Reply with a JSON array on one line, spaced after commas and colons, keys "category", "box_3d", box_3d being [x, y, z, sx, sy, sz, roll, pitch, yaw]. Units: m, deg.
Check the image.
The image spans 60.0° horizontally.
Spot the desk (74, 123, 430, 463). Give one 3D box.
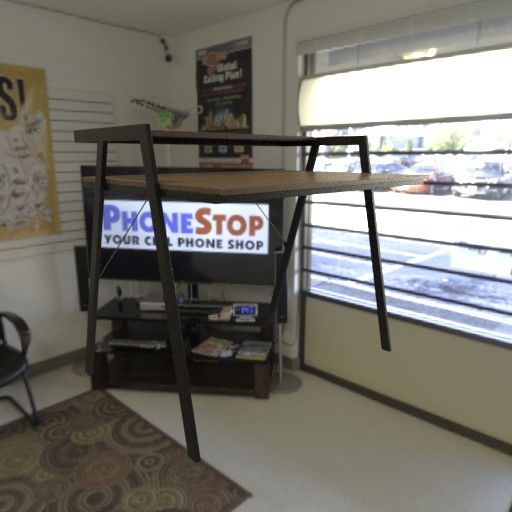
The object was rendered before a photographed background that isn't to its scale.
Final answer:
[{"category": "desk", "box_3d": [0.000, 0.000, 1.853, 1.143, 0.998, 0.936, -12, 18, -42]}]
